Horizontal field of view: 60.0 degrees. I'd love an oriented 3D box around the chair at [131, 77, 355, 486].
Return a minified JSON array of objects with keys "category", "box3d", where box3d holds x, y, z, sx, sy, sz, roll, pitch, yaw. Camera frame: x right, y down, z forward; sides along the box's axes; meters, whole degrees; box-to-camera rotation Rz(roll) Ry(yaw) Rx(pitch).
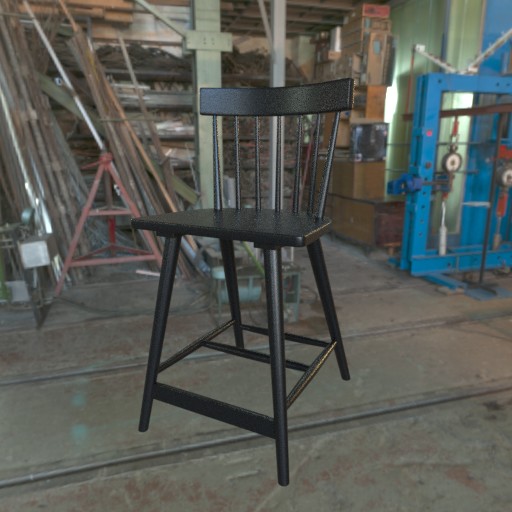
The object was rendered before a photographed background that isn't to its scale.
[{"category":"chair","box3d":[0.000,0.000,1.275,0.483,0.952,0.572,7,16,27]}]
